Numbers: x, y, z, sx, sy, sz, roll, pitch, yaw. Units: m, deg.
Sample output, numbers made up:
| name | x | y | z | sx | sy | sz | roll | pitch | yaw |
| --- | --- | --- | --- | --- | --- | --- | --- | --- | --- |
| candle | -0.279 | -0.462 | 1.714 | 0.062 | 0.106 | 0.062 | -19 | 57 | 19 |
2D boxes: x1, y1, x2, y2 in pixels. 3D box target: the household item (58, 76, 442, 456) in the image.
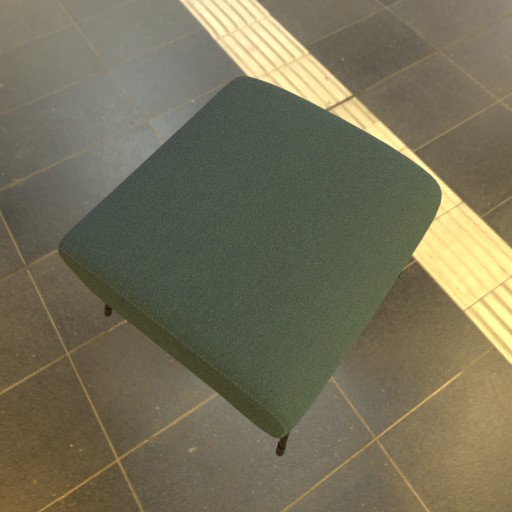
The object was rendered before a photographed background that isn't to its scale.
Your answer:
| name | x | y | z | sx | sy | sz | roll | pitch | yaw |
| --- | --- | --- | --- | --- | --- | --- | --- | --- | --- |
| household item | 0.000 | 0.000 | 0.907 | 0.530 | 0.420 | 0.530 | 34 | 69 | 15 |
